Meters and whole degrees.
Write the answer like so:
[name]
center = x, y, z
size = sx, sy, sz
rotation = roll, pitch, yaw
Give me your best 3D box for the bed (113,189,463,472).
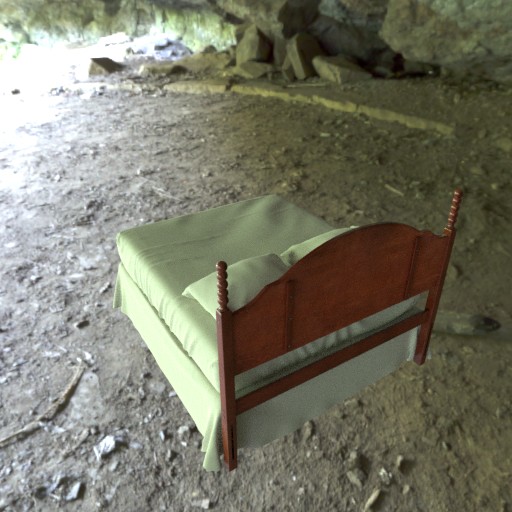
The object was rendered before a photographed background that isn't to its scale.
[bed]
center = 0.000, 0.000, 3.304
size = 1.873, 1.356, 2.040
rotation = -17, 34, -28
